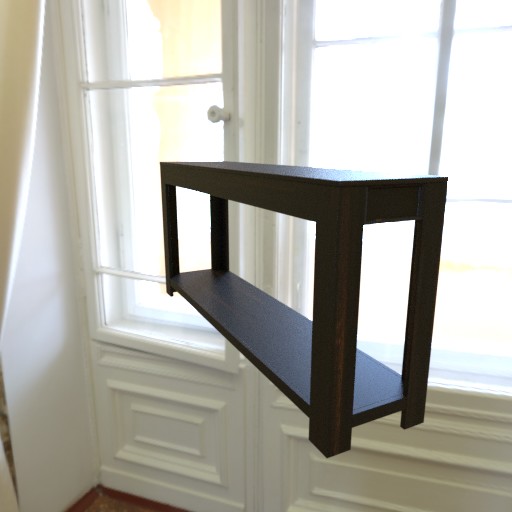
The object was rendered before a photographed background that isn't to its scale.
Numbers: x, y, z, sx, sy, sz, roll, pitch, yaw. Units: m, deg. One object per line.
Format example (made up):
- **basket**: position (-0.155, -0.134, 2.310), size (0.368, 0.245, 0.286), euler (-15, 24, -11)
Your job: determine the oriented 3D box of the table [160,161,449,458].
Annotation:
- **table**: position (0.000, 0.000, 1.927), size (0.384, 0.762, 1.631), euler (-7, 15, -26)
